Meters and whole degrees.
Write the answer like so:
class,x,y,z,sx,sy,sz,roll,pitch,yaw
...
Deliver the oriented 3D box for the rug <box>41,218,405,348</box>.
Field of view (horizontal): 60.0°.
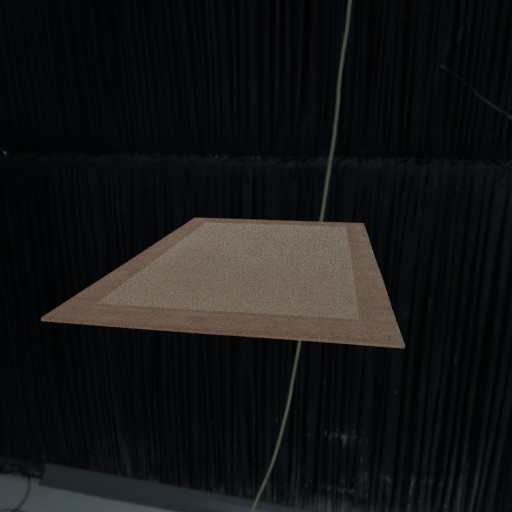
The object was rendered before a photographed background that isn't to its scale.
class,x,y,z,sx,sy,sz,roll,pitch,yaw
rug,0.000,0.000,2.311,1.219,0.014,1.829,3,16,9
